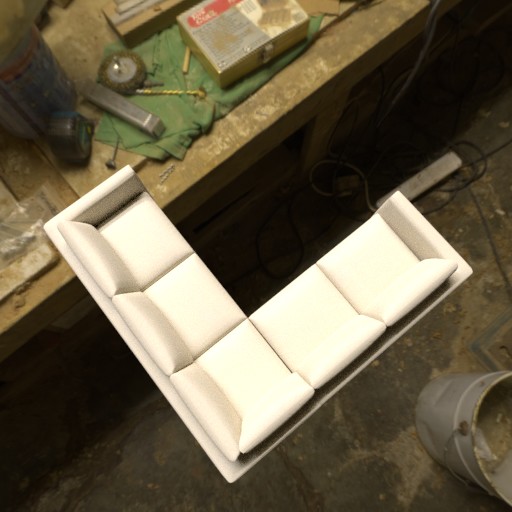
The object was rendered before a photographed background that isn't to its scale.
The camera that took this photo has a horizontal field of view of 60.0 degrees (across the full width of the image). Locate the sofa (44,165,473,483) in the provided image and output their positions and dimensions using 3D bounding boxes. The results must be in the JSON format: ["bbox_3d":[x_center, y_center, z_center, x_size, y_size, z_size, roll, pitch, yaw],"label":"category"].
[{"bbox_3d":[0.000,0.000,3.728,2.430,0.867,2.448,-38,80,-8],"label":"sofa"}]
